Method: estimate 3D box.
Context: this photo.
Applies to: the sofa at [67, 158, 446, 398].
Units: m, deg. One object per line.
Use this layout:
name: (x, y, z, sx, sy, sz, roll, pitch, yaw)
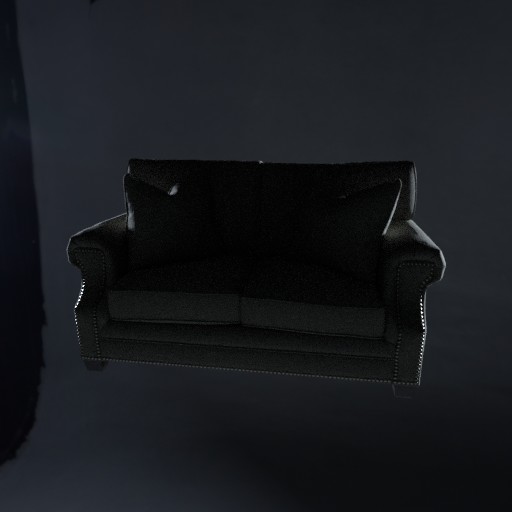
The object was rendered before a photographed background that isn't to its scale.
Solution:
sofa: (0.000, 0.000, 2.302, 1.701, 0.966, 0.966, 2, 15, 9)
